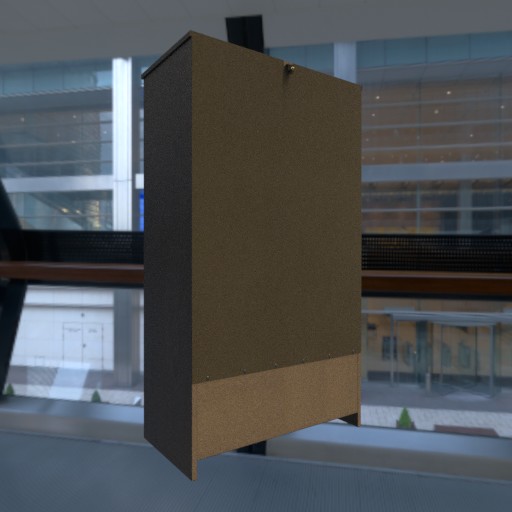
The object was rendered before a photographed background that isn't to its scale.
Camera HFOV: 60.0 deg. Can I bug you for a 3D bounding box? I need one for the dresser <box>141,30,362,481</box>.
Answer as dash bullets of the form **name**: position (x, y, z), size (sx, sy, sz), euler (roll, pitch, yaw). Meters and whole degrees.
- **dresser**: position (0.000, 0.000, 1.580), size (0.704, 1.254, 0.418), euler (0, 0, -35)
